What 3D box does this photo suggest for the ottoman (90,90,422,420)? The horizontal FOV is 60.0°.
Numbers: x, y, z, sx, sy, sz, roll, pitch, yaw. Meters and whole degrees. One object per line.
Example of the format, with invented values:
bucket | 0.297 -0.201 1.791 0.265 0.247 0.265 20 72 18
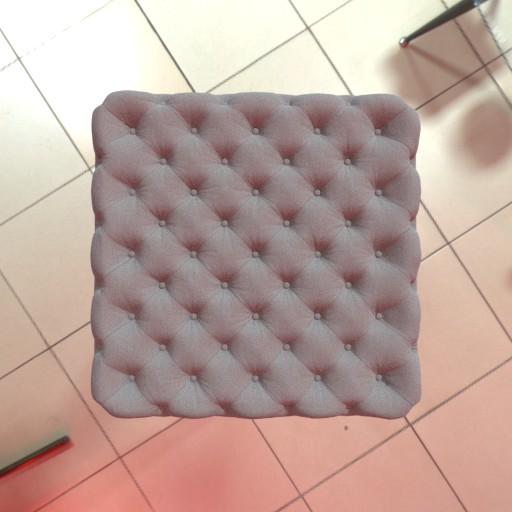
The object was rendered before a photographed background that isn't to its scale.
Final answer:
ottoman | 0.000 0.000 1.380 0.917 0.439 0.911 0 89 -1
